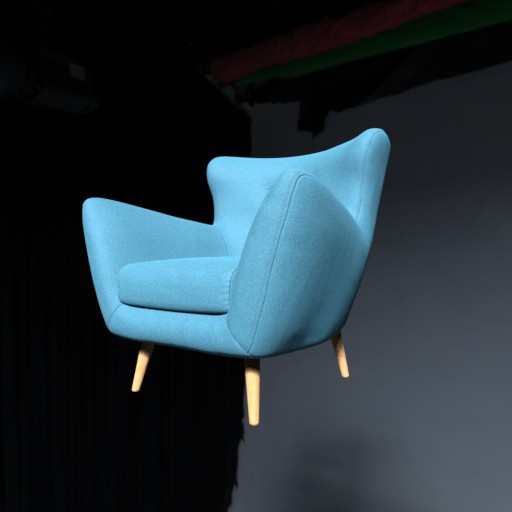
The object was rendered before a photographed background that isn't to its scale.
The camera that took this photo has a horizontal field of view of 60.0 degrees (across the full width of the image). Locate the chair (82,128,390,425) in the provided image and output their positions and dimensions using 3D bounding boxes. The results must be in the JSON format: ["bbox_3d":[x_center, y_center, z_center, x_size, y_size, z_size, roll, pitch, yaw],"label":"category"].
[{"bbox_3d":[0.000,0.000,1.584,0.890,0.889,0.889,0,-1,37],"label":"chair"}]
